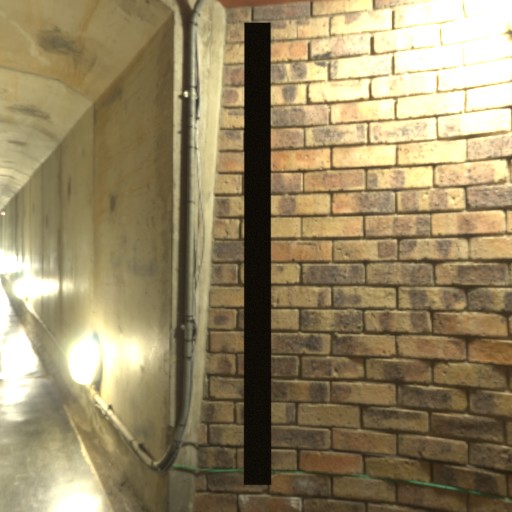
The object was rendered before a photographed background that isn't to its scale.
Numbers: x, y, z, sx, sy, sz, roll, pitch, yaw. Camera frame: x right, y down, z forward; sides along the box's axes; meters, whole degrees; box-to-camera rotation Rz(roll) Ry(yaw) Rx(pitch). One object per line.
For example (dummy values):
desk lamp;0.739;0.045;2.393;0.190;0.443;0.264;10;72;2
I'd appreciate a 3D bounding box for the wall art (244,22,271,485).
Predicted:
wall art;0.000;0.000;0.763;0.033;0.559;0.457;0;-2;0
